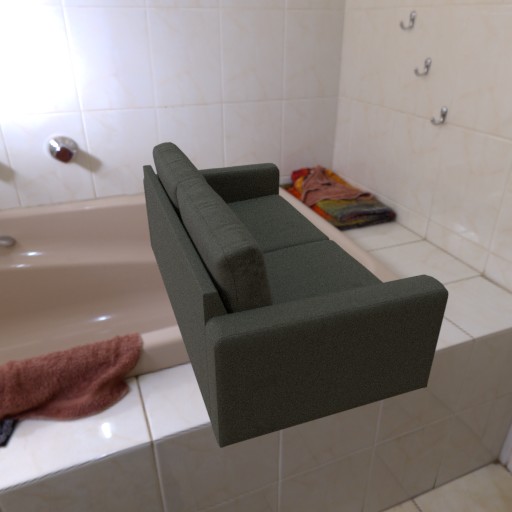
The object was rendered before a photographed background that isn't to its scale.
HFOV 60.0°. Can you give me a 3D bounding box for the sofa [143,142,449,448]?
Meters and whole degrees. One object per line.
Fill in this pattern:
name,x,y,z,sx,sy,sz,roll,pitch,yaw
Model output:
sofa,0.000,0.000,2.271,0.889,0.897,1.730,-10,29,-17
